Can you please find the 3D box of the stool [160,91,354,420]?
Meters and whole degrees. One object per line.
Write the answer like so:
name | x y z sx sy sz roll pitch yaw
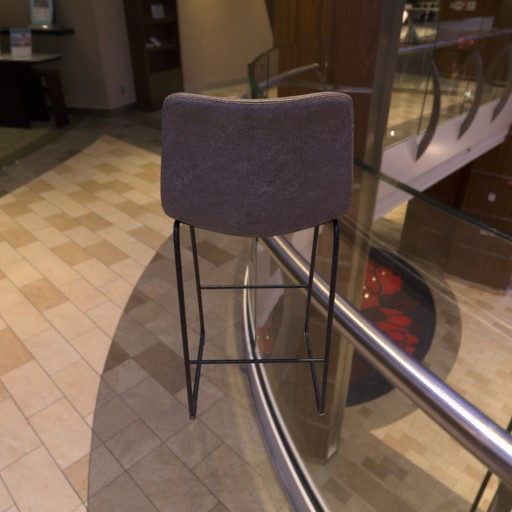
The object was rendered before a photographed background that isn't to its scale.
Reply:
stool | 0.000 0.000 1.399 0.514 1.082 0.561 -1 31 -1
